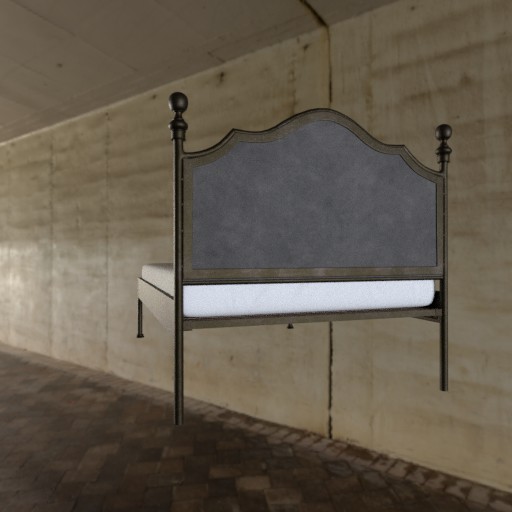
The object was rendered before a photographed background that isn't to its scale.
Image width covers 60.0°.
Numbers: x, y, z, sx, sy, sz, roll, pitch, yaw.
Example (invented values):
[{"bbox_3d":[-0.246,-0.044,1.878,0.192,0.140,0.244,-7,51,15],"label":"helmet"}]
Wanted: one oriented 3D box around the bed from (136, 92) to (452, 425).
[{"bbox_3d":[0.000,0.000,3.170,1.533,1.462,2.170,0,0,-19],"label":"bed"}]
